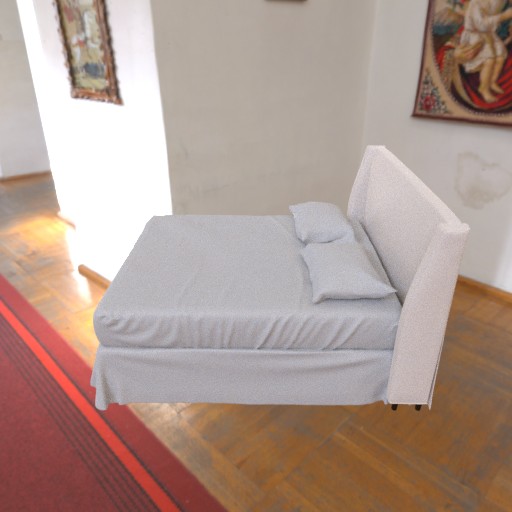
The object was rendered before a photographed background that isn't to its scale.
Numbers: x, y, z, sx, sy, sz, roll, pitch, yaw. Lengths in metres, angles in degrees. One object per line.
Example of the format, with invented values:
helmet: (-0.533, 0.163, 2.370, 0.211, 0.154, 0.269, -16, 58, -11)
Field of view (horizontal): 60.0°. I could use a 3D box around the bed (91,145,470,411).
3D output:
bed: (0.000, 0.000, 3.433, 2.276, 1.332, 1.925, 0, 27, 1)
